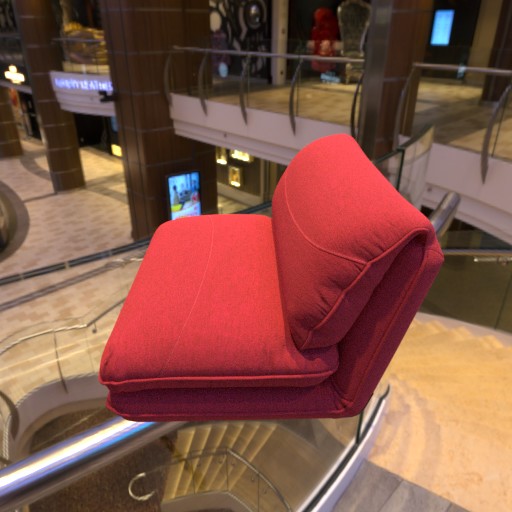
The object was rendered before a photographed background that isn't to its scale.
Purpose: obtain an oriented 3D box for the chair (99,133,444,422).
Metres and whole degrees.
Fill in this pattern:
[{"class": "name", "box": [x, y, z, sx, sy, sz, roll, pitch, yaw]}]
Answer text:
[{"class": "chair", "box": [0.000, 0.000, 1.333, 0.780, 0.580, 0.820, -1, 28, -1]}]
